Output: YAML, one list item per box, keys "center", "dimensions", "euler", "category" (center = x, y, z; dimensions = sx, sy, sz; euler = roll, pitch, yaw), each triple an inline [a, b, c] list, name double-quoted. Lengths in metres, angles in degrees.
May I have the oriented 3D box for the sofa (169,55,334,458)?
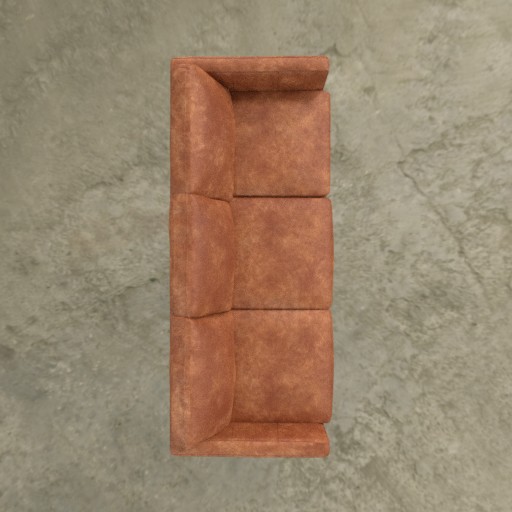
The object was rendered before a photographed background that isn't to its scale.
- center: [0.000, 0.000, 3.008]
  dimensions: [1.045, 1.006, 2.464]
  euler: [0, 90, 1]
  category: "sofa"
